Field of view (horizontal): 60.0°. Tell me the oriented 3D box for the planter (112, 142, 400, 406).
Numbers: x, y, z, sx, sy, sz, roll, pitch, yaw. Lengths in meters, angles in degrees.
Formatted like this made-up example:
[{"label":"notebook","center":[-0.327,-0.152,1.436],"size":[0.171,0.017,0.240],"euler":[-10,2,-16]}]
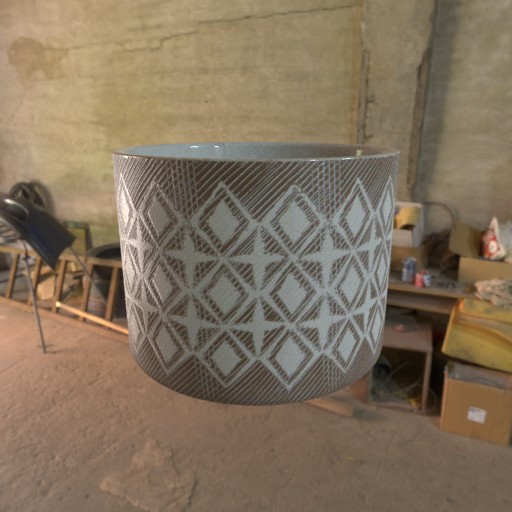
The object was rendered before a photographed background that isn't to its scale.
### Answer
[{"label":"planter","center":[0.000,0.000,0.219],"size":[0.126,0.104,0.126],"euler":[0,17,0]}]
